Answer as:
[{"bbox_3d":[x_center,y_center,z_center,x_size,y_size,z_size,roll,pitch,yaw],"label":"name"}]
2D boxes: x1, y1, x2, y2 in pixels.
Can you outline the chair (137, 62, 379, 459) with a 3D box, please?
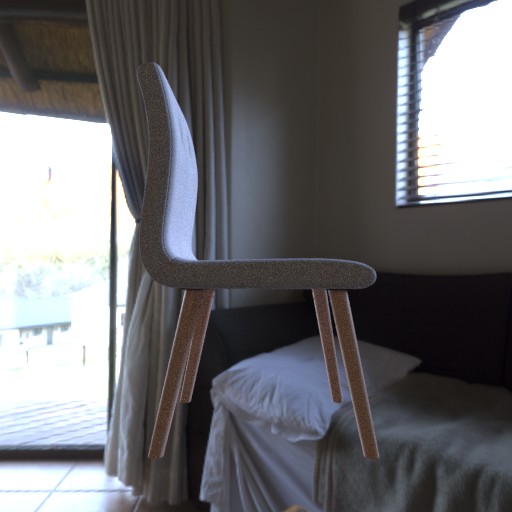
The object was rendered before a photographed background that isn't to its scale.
[{"bbox_3d":[0.000,0.000,1.180,0.550,0.885,0.435,0,-2,0],"label":"chair"}]
